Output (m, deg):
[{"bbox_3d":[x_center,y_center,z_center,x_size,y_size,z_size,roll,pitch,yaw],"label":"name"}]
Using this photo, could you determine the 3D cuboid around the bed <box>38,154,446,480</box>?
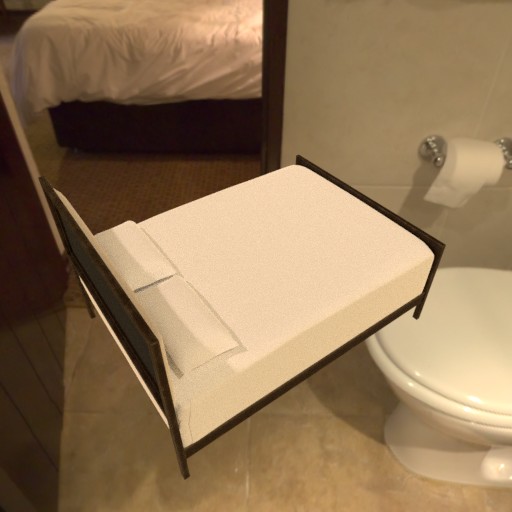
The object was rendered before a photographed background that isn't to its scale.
[{"bbox_3d":[0.000,0.000,3.217,2.221,1.313,1.607,-25,47,-26],"label":"bed"}]
